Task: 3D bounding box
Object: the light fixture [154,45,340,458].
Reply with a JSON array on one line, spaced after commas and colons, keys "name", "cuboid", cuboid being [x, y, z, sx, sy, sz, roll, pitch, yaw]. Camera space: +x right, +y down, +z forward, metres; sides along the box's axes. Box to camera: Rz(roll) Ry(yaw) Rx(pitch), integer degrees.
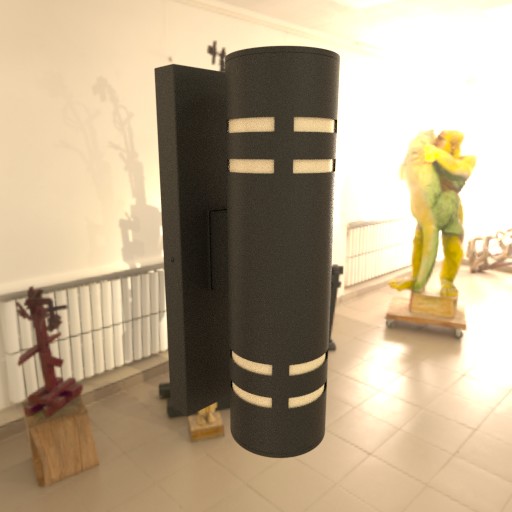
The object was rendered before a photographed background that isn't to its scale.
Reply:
[{"name": "light fixture", "cuboid": [0.000, 0.000, 0.409, 0.105, 0.330, 0.149, -13, 18, -43]}]
